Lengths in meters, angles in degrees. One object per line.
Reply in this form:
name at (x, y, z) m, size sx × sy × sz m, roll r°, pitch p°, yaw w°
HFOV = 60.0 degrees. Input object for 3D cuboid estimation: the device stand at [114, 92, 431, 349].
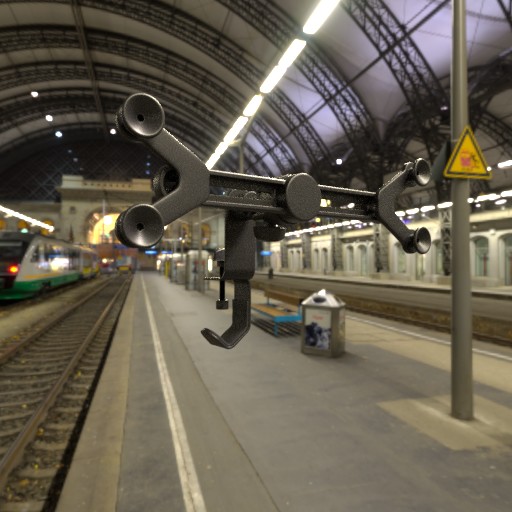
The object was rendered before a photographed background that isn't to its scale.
device stand at (0.000, 0.000, 0.358) m, size 0.270 × 0.166 × 0.142 m, roll 1°, pitch -1°, yaw -36°
